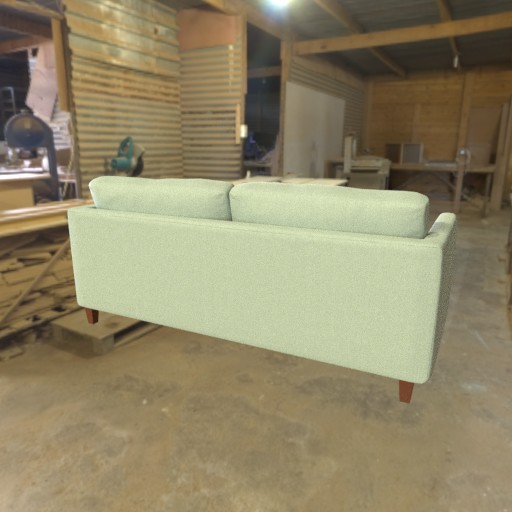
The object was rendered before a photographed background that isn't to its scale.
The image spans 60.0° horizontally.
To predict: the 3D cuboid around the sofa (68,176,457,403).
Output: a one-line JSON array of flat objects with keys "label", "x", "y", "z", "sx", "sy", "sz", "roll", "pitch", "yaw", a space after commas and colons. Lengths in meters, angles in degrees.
[{"label": "sofa", "x": 0.000, "y": 0.000, "z": 2.742, "sx": 2.208, "sy": 0.965, "sz": 0.951, "roll": 7, "pitch": 16, "yaw": 26}]
